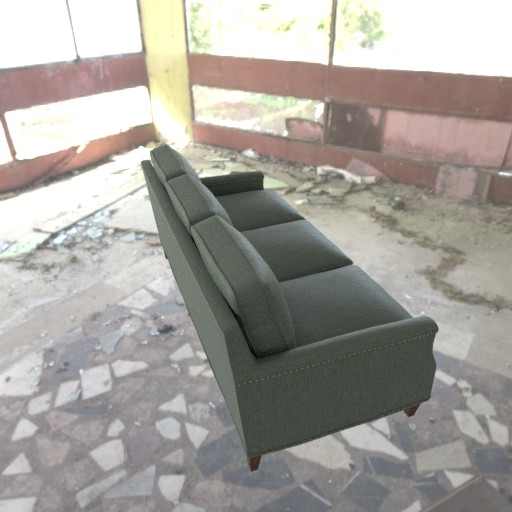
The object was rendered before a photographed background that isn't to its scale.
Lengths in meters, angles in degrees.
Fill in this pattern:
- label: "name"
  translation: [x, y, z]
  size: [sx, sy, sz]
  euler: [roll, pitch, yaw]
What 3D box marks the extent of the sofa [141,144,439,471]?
- label: "sofa"
  translation: [0.000, 0.000, 2.816]
  size: [1.084, 1.003, 2.246]
  euler: [-11, 32, -18]
